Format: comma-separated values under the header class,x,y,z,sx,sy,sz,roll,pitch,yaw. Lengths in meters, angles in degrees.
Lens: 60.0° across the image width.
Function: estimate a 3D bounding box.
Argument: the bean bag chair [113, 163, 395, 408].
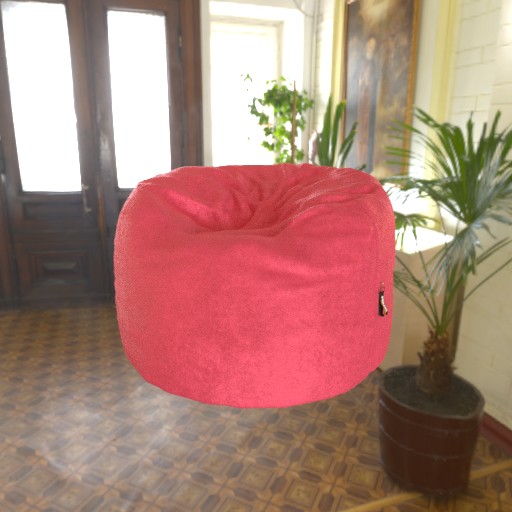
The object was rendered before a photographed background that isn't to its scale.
class,x,y,z,sx,sy,sz,roll,pitch,yaw
bean bag chair,0.000,0.000,1.973,1.218,0.788,1.218,0,14,0
